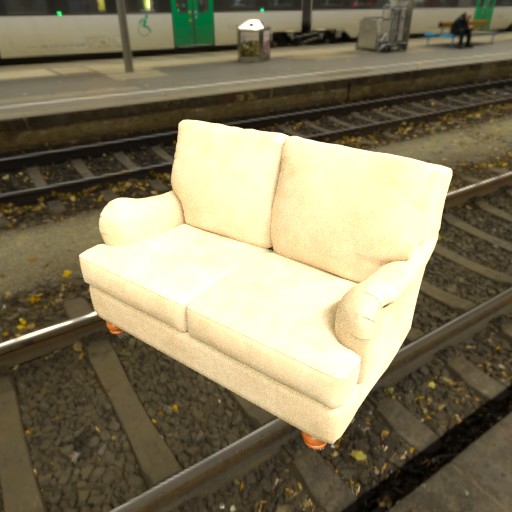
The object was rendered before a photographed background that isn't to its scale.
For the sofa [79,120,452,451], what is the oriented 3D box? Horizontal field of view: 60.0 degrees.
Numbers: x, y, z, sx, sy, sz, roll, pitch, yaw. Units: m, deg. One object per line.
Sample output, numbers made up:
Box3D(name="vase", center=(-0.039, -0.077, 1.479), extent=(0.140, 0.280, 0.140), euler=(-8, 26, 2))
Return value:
Box3D(name="sofa", center=(0.000, 0.000, 2.205), extent=(1.498, 1.087, 1.086), euler=(20, 35, 30))
